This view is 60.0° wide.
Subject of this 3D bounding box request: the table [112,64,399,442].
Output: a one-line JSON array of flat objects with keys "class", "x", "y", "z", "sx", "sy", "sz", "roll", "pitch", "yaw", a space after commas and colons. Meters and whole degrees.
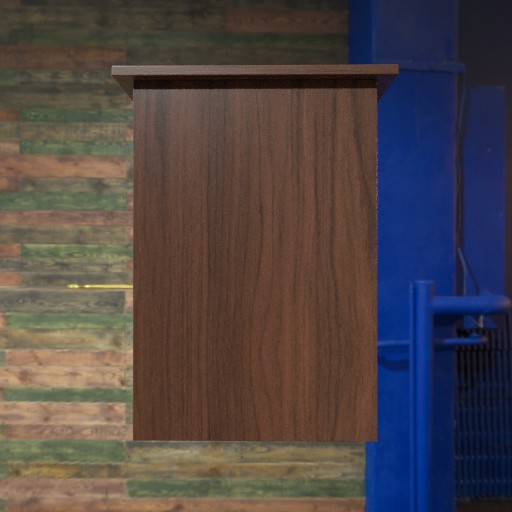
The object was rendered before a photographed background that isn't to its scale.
[{"class": "table", "x": 0.000, "y": 0.000, "z": 0.929, "sx": 0.480, "sy": 0.636, "sz": 0.381, "roll": 0, "pitch": 0, "yaw": 1}]
